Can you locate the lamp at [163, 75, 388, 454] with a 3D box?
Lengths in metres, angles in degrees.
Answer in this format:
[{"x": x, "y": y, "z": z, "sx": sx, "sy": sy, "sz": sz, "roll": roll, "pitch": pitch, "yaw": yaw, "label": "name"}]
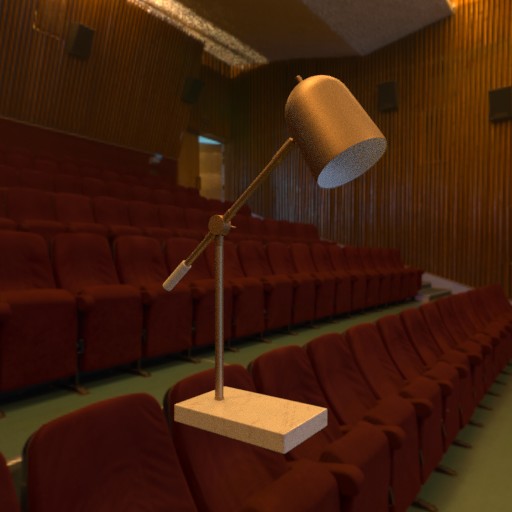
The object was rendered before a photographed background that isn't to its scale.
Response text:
[{"x": 0.000, "y": 0.000, "z": 0.794, "sx": 0.471, "sy": 0.603, "sz": 0.144, "roll": 0, "pitch": -1, "yaw": 36, "label": "lamp"}]
